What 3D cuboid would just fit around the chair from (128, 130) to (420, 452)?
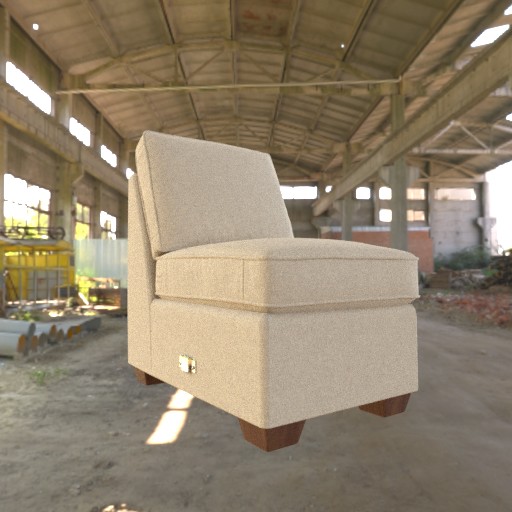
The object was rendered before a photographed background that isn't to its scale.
[{"bbox_3d":[0.000,0.000,1.563,0.621,0.970,0.938,1,-2,-35],"label":"chair"}]
